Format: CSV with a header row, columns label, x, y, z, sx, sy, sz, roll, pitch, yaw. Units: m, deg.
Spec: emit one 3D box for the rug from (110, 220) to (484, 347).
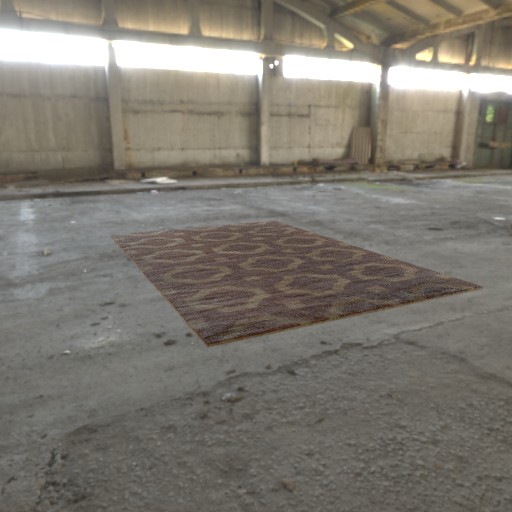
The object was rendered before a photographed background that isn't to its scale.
label,x,y,z,sx,sy,sz,roll,pitch,yaw
rug,0.000,0.000,2.996,1.555,0.016,2.286,-7,16,-26
